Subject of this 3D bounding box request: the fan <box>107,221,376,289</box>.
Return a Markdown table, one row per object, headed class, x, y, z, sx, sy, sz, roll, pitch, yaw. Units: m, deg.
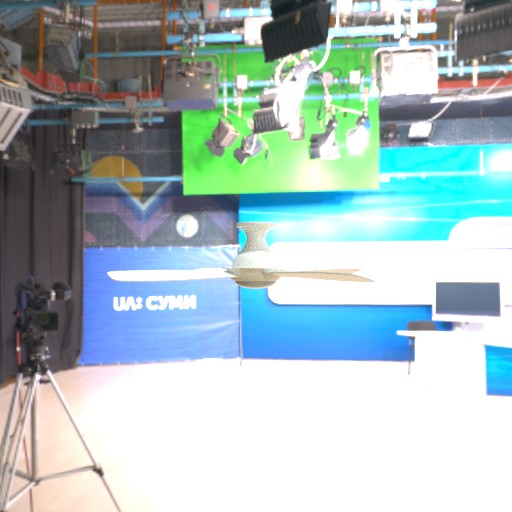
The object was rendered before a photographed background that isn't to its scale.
| class | x | y | z | sx | sy | sz | roll | pitch | yaw |
| --- | --- | --- | --- | --- | --- | --- | --- | --- | --- |
| fan | 0.000 | 0.000 | 2.590 | 1.694 | 0.382 | 1.693 | 0 | -1 | -34 |
